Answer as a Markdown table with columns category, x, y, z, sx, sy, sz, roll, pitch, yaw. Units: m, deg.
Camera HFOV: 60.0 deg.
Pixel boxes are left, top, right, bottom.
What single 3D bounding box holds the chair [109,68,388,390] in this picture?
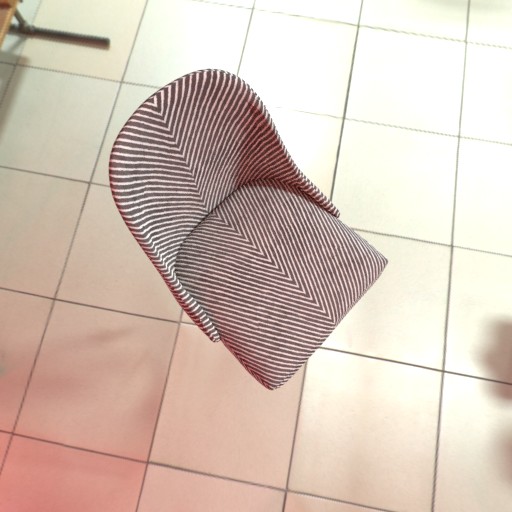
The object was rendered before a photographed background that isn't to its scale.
| category | x | y | z | sx | sy | sz | roll | pitch | yaw |
| --- | --- | --- | --- | --- | --- | --- | --- | --- | --- |
| chair | 0.000 | 0.000 | 1.245 | 0.591 | 0.883 | 0.504 | 42 | 79 | 11 |
